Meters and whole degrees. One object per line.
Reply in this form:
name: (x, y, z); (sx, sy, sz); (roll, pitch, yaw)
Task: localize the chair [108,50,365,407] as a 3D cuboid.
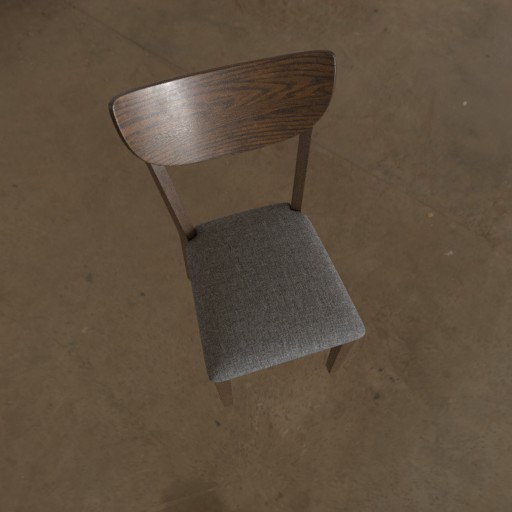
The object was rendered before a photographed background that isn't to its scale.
chair: (0.000, 0.000, 1.198); (0.491, 0.849, 0.583); (-15, 65, -7)
